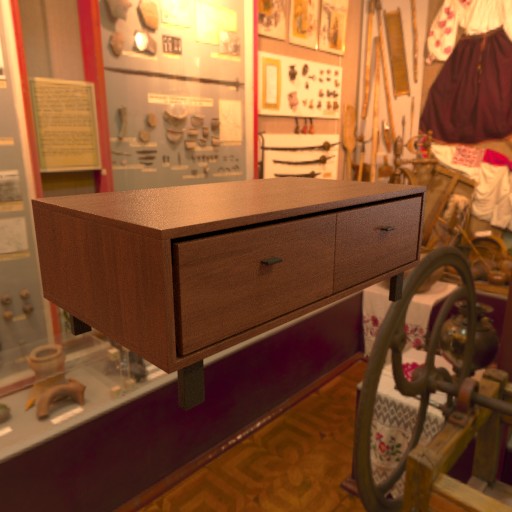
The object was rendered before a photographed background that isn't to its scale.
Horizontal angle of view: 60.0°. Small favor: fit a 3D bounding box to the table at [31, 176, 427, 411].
[{"bbox_3d":[0.000,0.000,1.323,0.600,0.380,1.020,14,20,43],"label":"table"}]
